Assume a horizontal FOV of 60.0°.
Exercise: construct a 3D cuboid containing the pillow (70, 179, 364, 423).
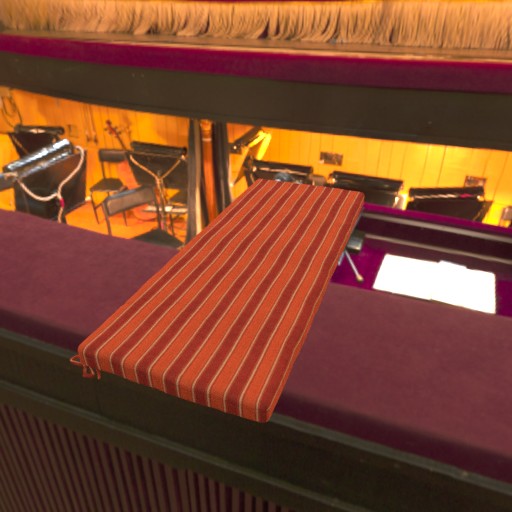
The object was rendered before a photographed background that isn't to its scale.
[{"bbox_3d":[0.000,0.000,1.386,0.492,0.081,1.187,11,32,18],"label":"pillow"}]
